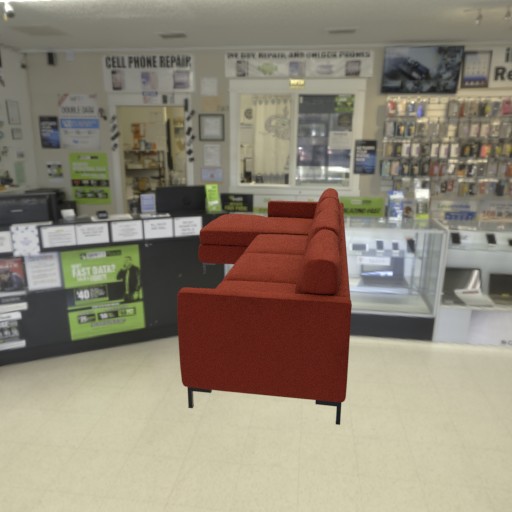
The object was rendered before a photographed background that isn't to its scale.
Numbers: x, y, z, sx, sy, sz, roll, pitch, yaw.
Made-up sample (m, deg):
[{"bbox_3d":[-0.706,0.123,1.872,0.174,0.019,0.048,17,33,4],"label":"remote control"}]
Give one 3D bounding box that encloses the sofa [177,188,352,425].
[{"bbox_3d":[0.000,0.000,2.880,1.136,0.663,2.467,3,16,10],"label":"sofa"}]
